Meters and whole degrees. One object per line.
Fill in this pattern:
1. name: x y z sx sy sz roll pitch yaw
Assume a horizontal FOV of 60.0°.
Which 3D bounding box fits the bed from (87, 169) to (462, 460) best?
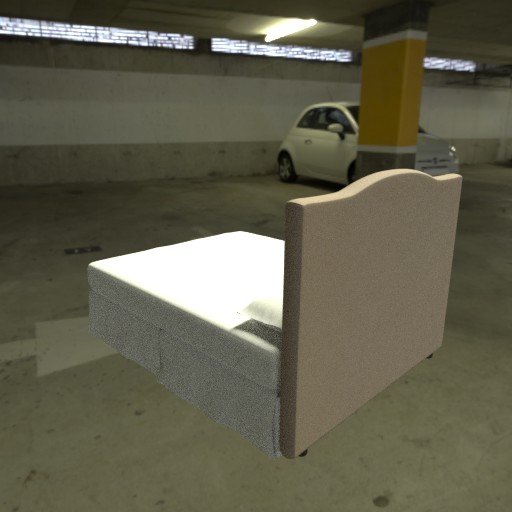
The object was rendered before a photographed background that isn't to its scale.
1. bed: 0.000 0.000 3.387 1.821 1.436 2.282 -15 22 -42
